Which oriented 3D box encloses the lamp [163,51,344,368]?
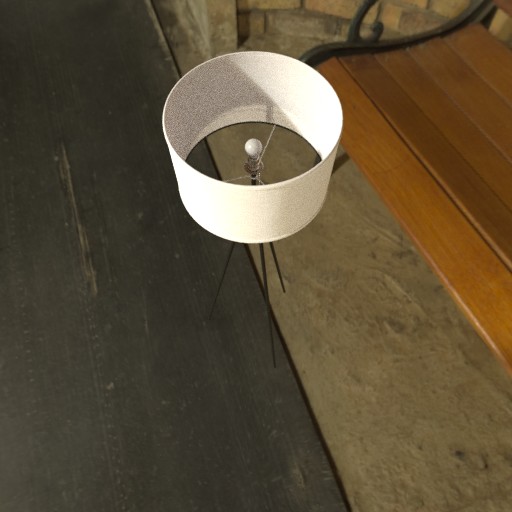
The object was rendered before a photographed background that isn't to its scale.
[{"bbox_3d":[0.000,0.000,1.702,0.448,1.545,0.458,30,67,14],"label":"lamp"}]
